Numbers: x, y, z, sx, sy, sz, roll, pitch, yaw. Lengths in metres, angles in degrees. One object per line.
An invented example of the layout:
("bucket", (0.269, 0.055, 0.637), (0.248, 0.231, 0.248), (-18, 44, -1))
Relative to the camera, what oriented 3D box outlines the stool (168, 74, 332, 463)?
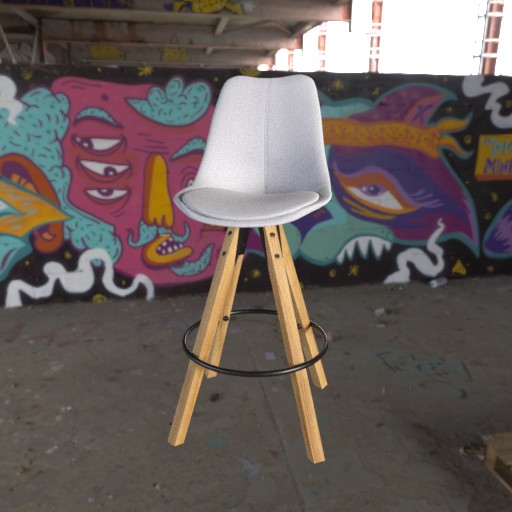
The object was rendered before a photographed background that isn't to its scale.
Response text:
("stool", (0.000, 0.000, 1.392), (0.484, 1.115, 0.550), (3, 16, 9))
